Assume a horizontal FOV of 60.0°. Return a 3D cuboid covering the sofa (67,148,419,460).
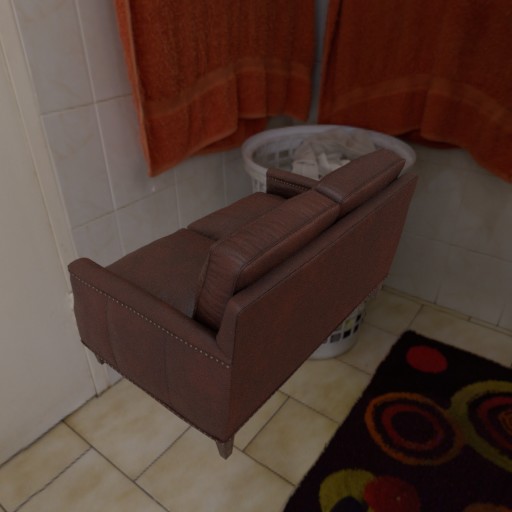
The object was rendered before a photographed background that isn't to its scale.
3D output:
[{"bbox_3d":[0.000,0.000,2.349,1.083,1.003,1.628,23,38,32],"label":"sofa"}]
